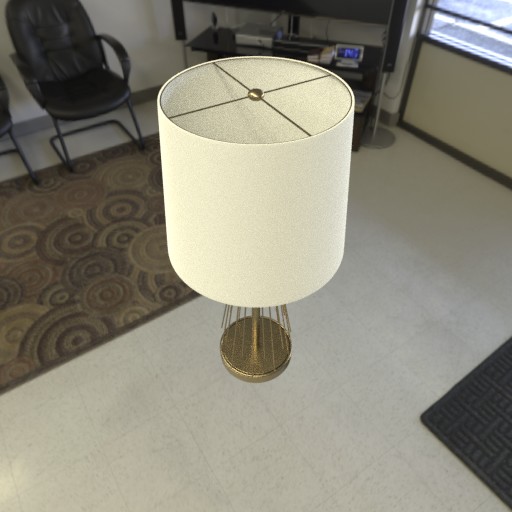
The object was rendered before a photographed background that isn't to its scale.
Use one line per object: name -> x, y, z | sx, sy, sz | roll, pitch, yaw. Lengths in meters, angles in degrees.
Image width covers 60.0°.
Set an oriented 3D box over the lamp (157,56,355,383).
lamp -> 0.000, 0.000, 0.801 | 0.303, 0.618, 0.303 | 0, 45, 0
